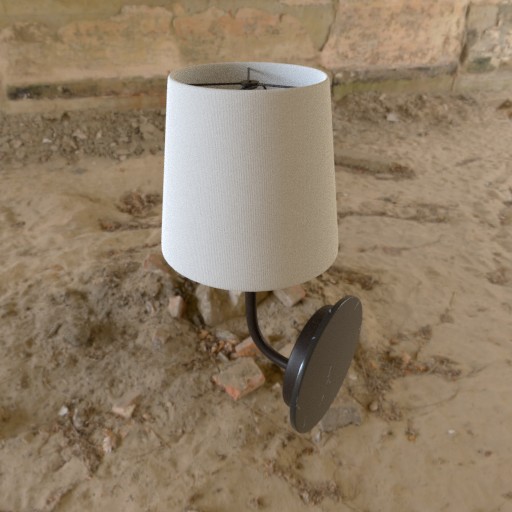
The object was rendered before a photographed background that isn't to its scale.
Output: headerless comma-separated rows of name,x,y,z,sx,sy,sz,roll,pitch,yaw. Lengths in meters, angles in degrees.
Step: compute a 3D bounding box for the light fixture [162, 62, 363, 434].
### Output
light fixture,0.000,0.000,0.440,0.188,0.337,0.168,20,37,29
